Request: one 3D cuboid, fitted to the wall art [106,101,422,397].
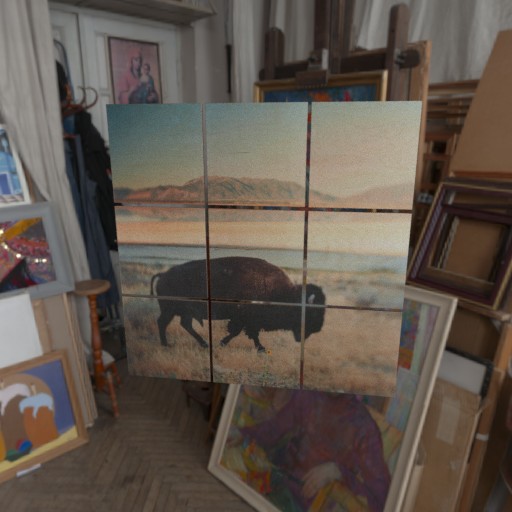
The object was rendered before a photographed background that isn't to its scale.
[{"bbox_3d":[0.000,0.000,2.339,1.533,1.532,0.019,2,16,8],"label":"wall art"}]
